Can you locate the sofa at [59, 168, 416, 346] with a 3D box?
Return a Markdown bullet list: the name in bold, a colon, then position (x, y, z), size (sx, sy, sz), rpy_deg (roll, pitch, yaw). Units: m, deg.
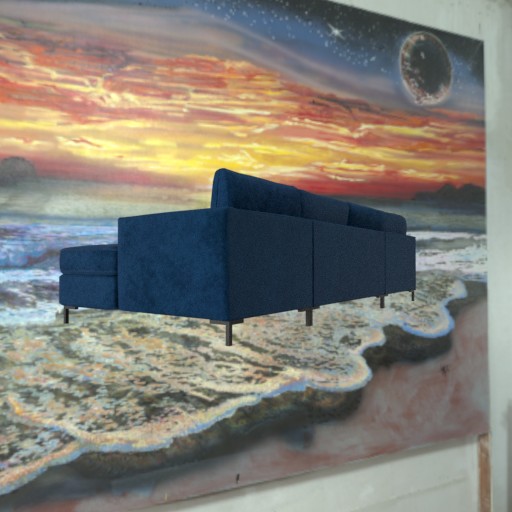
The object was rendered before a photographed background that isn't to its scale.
- **sofa**: position (0.000, 0.000, 4.246), size (2.055, 0.992, 3.434), rpy_deg (-1, -1, 35)
